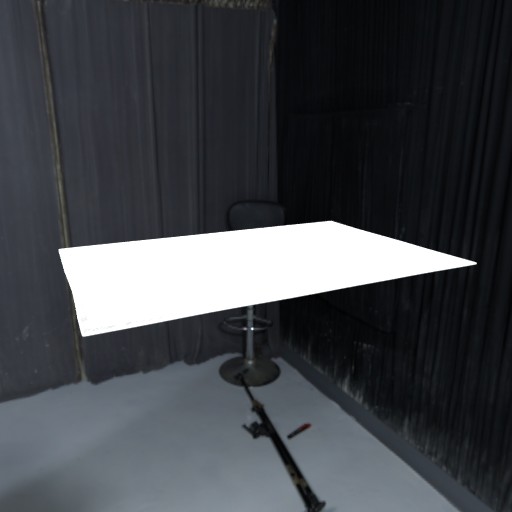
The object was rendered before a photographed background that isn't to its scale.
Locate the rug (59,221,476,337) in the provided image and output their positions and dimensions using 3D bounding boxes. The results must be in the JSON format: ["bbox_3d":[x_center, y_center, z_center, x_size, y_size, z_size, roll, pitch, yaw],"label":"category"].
[{"bbox_3d":[0.000,0.000,3.476,2.746,0.018,1.819,-8,17,-25],"label":"rug"}]
